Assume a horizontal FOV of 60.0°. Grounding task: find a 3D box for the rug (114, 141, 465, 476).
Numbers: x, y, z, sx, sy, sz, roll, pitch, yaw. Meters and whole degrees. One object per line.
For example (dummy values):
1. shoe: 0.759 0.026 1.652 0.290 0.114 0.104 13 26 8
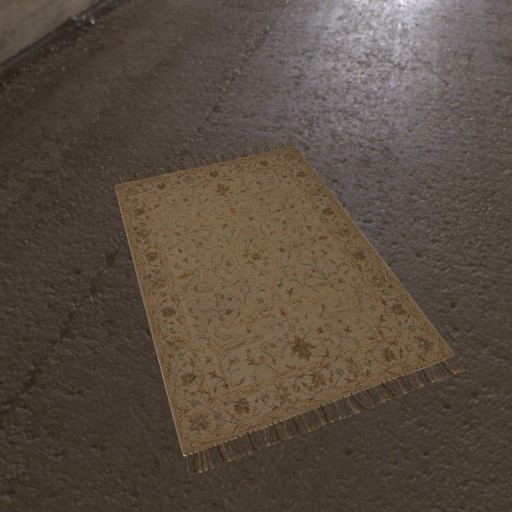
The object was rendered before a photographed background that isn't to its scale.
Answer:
1. rug: 0.000 0.000 2.323 1.218 0.017 1.861 -15 49 -14
